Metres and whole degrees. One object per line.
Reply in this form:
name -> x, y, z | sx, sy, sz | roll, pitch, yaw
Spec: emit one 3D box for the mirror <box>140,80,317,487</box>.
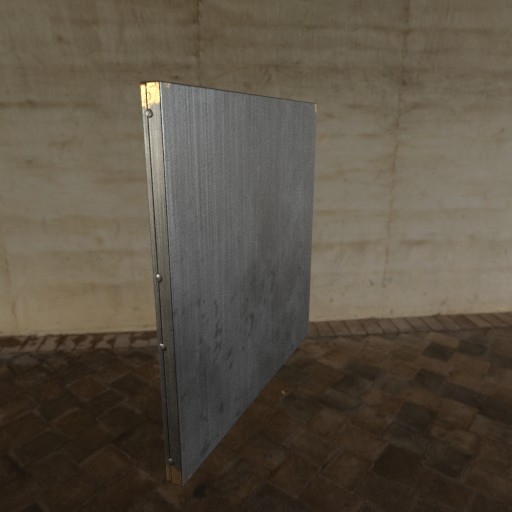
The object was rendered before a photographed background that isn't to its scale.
mirror -> 0.000, 0.000, 0.560 | 0.020, 0.381, 0.382 | 8, 18, 25
